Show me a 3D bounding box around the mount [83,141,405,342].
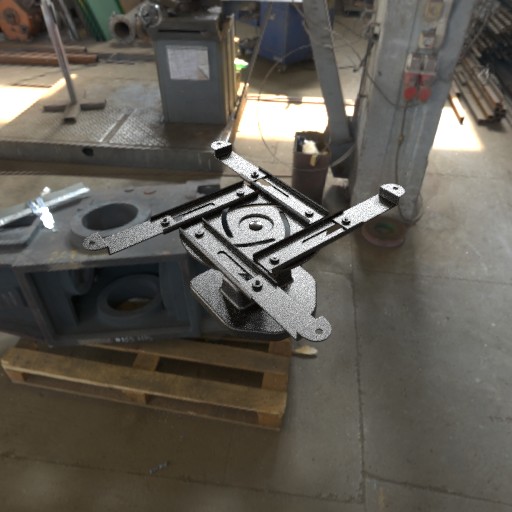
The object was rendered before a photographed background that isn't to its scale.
[{"bbox_3d":[0.000,0.000,0.605,0.394,0.141,0.394,-27,47,-27],"label":"mount"}]
